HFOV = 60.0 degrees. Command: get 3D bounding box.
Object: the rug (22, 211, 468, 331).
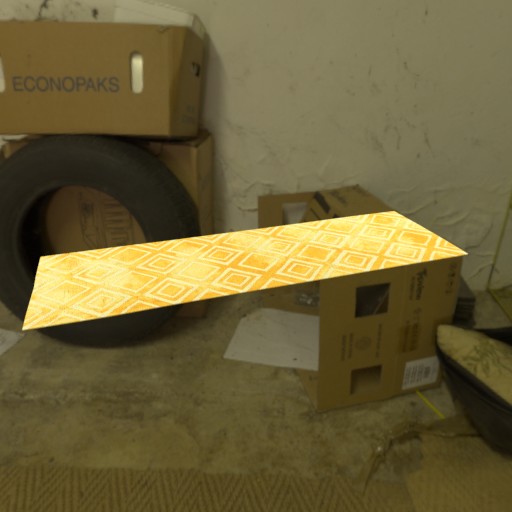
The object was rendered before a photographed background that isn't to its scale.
[{"bbox_3d":[0.000,0.000,2.635,2.438,0.010,0.775,-8,28,-16],"label":"rug"}]
